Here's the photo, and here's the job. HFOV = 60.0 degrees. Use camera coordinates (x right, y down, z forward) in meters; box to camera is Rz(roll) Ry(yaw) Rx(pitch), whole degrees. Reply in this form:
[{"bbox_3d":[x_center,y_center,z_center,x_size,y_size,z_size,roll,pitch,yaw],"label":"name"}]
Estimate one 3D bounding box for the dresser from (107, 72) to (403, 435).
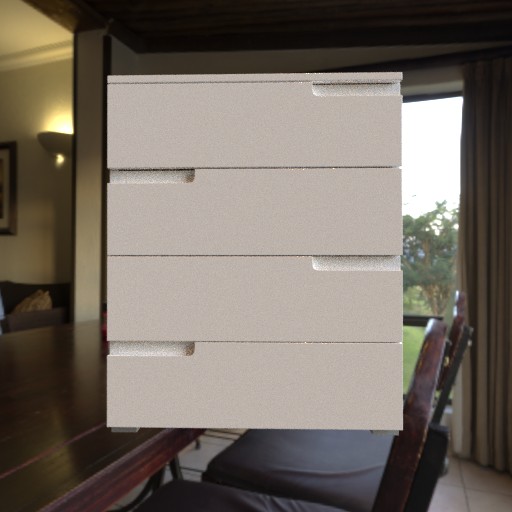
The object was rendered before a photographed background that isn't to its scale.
[{"bbox_3d":[0.000,0.000,1.174,0.650,0.800,0.400,0,0,2],"label":"dresser"}]
